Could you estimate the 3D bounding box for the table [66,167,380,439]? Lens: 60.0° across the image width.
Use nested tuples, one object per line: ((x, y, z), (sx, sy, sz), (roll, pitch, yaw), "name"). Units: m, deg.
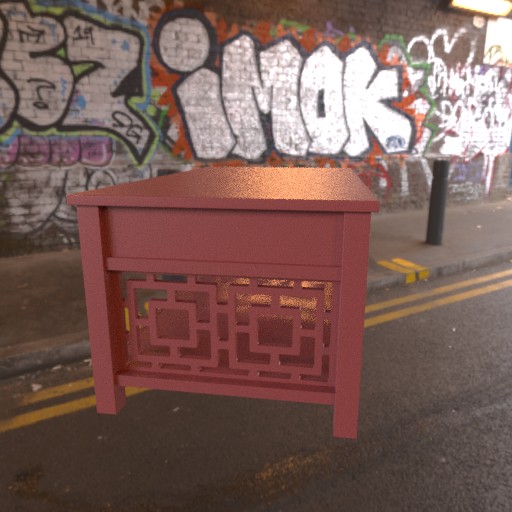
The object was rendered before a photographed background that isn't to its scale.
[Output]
((0.000, 0.000, 1.398), (0.612, 0.493, 1.068), (2, 15, 9), "table")
